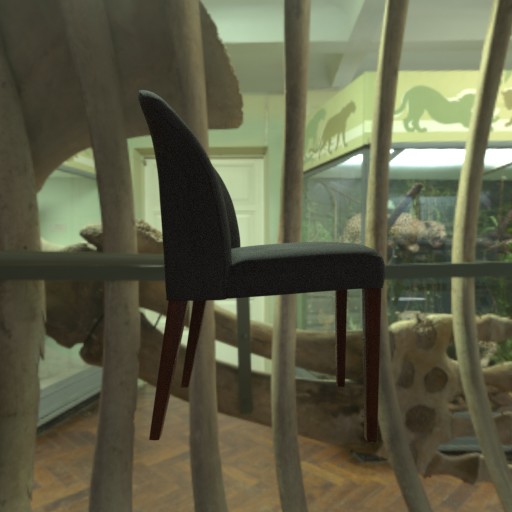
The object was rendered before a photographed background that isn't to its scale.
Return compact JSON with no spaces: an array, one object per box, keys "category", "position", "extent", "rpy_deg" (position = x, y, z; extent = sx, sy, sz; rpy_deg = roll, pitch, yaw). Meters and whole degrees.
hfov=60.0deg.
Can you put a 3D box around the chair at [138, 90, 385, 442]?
[{"category":"chair","position":[0.000,0.000,1.261],"extent":[0.619,0.879,0.506],"rpy_deg":[0,1,1]}]
